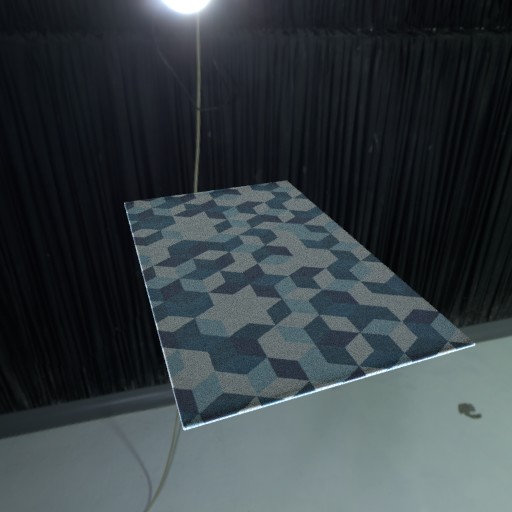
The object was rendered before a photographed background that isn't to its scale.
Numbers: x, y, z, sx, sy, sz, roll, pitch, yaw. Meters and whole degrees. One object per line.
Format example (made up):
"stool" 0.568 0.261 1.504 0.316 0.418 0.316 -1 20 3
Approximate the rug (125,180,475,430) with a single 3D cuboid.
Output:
"rug" 0.000 0.000 3.037 1.518 0.015 2.438 -10 32 -17
